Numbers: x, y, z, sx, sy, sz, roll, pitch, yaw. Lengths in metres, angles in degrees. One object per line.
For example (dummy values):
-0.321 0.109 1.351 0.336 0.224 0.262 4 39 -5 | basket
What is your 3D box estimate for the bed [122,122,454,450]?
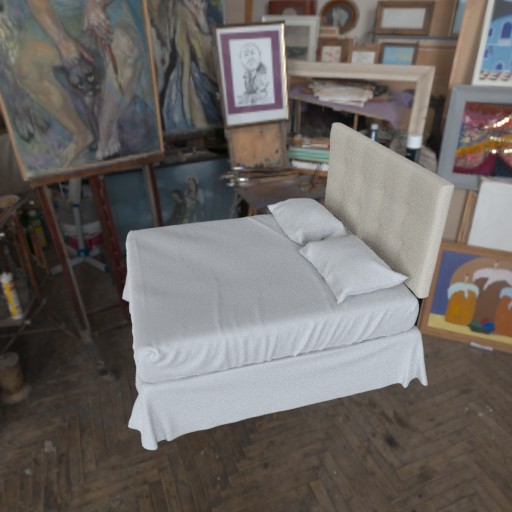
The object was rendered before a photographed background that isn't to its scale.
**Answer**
0.000 0.000 3.491 2.222 1.577 1.936 -8 31 -14 | bed
